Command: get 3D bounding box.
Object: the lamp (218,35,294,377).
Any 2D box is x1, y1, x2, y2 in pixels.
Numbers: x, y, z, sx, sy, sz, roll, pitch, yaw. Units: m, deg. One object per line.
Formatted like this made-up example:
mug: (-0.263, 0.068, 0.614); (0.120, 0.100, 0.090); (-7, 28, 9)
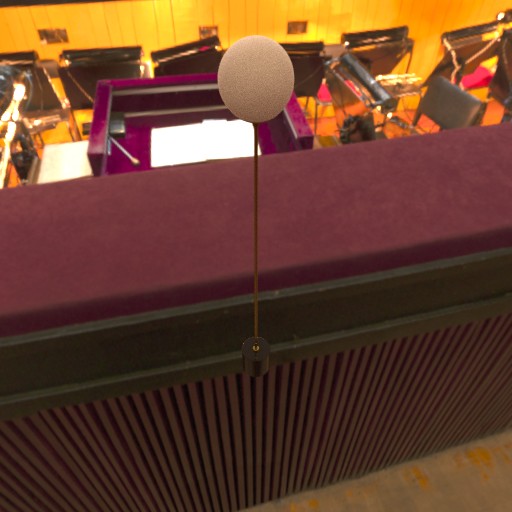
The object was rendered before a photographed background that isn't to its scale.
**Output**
lamp: (0.000, 0.000, 1.866); (0.229, 1.748, 0.229); (-9, 46, -9)
